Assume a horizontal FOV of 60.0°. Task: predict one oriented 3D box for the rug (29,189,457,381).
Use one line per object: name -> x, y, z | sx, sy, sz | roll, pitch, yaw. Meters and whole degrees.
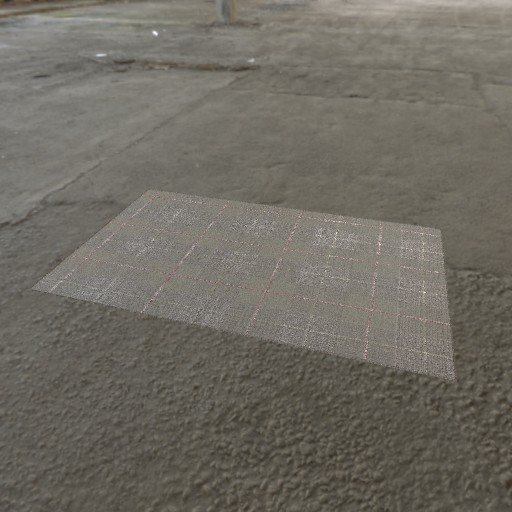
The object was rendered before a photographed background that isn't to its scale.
rug -> 0.000, 0.000, 3.026 | 2.464, 0.010, 1.549 | 9, 34, 14
